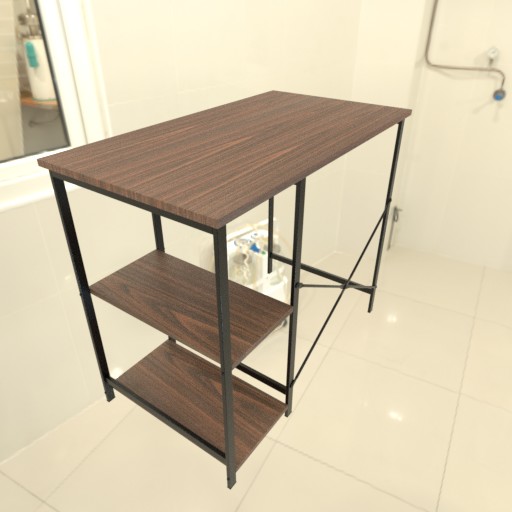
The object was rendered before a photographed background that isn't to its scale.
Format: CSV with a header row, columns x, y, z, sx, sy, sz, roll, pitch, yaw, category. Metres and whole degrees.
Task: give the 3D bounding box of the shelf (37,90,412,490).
x,y,z,sx,sy,sz,roll,pitch,yaw,category
0.000,0.000,1.322,0.498,0.750,0.902,20,37,30,shelf
